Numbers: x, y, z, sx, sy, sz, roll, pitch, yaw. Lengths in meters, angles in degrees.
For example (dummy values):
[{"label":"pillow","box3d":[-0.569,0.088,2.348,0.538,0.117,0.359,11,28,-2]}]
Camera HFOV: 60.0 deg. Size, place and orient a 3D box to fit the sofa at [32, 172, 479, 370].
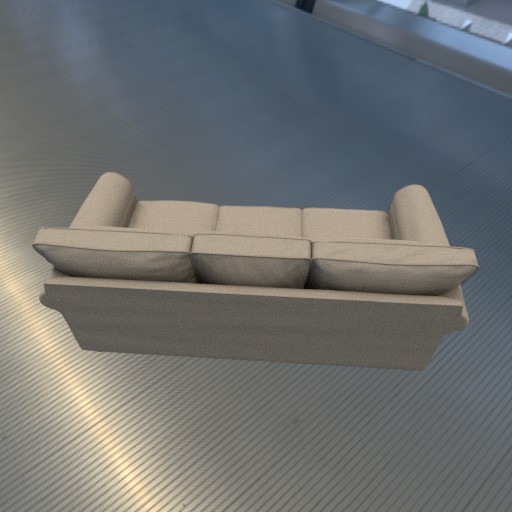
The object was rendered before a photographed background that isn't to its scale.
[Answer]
[{"label":"sofa","box3d":[0.000,0.000,2.578,2.118,0.889,0.998,3,47,3]}]
